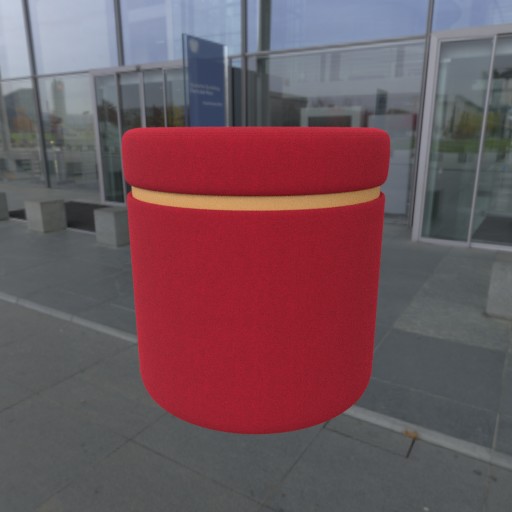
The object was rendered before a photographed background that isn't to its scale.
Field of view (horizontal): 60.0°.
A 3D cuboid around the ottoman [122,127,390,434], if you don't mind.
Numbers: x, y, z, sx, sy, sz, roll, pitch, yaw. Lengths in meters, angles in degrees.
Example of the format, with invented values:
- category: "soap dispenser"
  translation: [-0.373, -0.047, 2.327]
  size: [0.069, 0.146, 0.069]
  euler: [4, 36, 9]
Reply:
- category: "ottoman"
  translation: [0.000, 0.000, 0.733]
  size: [0.400, 0.406, 0.400]
  euler: [0, 15, 0]
